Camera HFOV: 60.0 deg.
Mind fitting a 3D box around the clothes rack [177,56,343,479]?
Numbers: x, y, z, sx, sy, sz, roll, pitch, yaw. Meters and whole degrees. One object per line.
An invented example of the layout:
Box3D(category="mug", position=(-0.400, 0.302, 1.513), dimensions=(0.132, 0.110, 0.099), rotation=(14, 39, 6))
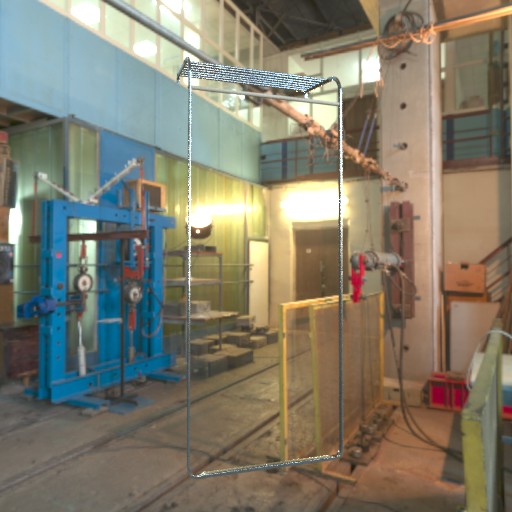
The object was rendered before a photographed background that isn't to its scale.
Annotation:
Box3D(category="clothes rack", position=(0.000, 0.000, 1.812), dimensions=(0.609, 1.574, 0.349), rotation=(0, -1, -17))
